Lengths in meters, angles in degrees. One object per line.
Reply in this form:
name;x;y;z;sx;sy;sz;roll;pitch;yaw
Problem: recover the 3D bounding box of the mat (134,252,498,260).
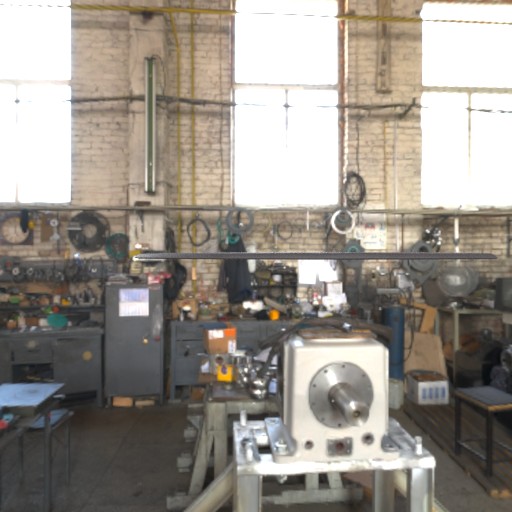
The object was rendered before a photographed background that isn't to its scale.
mat;0.000;0.000;1.814;0.917;0.022;1.525;0;0;-36
